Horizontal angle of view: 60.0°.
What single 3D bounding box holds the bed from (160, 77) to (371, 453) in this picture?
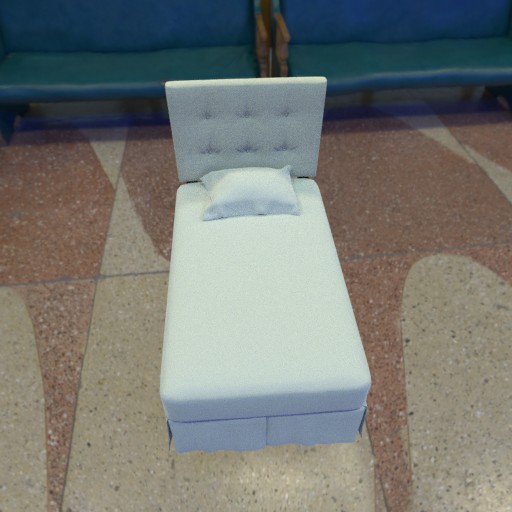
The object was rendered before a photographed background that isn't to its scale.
[{"bbox_3d":[0.000,0.000,2.991,1.261,1.571,1.997,-3,46,-3],"label":"bed"}]
